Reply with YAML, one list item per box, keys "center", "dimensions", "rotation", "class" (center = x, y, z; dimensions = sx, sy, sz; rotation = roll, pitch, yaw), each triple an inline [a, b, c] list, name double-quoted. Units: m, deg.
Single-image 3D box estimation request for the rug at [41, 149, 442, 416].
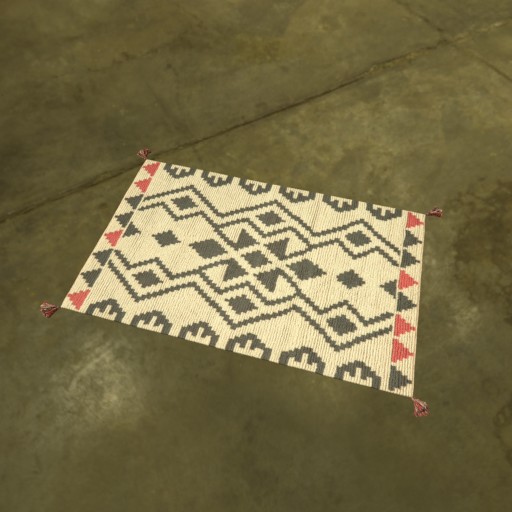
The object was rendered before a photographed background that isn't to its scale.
- center: [0.000, 0.000, 3.333]
  dimensions: [2.672, 0.066, 1.741]
  rotation: [13, 57, 8]
  class: "rug"
